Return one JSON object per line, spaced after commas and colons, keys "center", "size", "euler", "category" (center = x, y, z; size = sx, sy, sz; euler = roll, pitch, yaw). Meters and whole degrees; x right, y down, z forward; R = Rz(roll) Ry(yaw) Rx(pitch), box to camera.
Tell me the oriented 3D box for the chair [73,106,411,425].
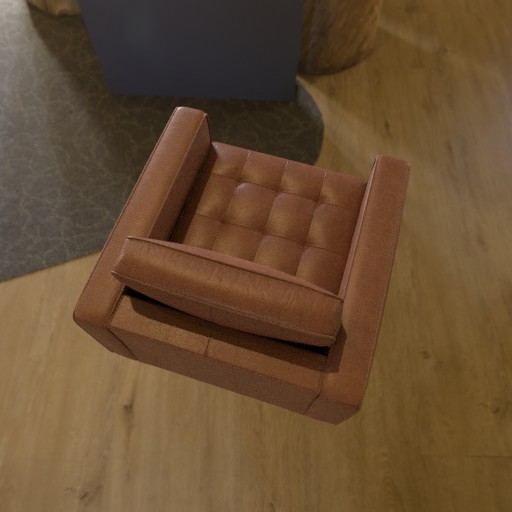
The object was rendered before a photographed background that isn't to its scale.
{"center": [0.000, 0.000, 1.595], "size": [0.920, 0.770, 0.900], "euler": [16, 65, 8], "category": "chair"}
